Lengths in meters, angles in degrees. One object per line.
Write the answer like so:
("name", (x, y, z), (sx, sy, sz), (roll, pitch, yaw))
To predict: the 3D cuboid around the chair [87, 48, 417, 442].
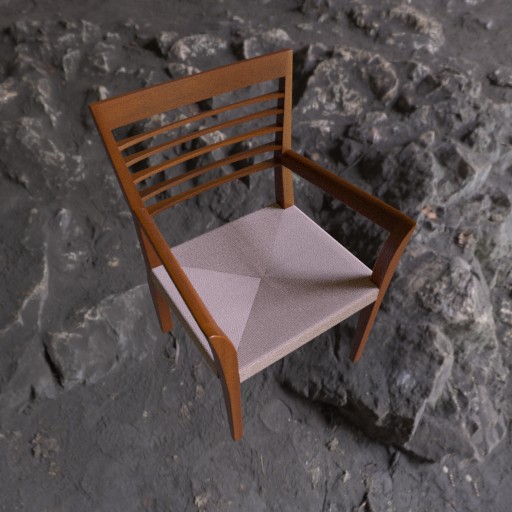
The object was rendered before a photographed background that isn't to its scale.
("chair", (0.000, 0.000, 1.245), (0.587, 0.855, 0.540), (-26, 52, -23))
